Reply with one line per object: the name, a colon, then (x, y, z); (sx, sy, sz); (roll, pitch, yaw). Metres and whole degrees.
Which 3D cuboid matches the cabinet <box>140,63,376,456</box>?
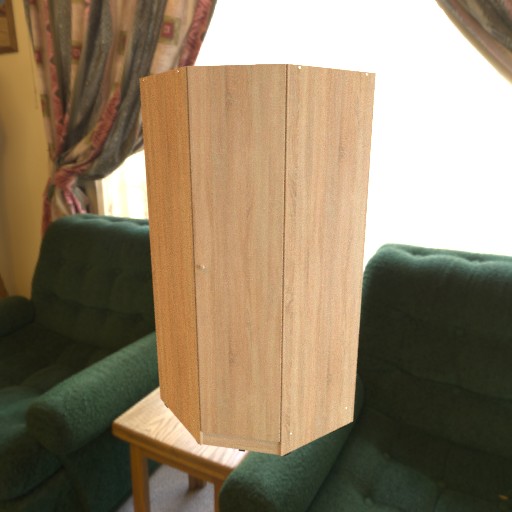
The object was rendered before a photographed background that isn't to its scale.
cabinet: (0.000, 0.000, 2.829); (1.327, 2.120, 1.094); (3, 16, 11)
